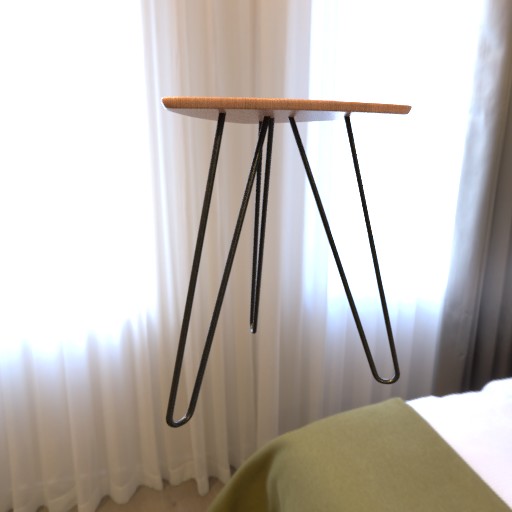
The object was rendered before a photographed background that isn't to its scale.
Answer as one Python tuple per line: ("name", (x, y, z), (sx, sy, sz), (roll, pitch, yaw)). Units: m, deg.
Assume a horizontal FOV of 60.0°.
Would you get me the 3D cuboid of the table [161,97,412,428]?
("table", (0.000, 0.000, 0.878), (0.442, 0.564, 0.455), (13, 18, 43))
